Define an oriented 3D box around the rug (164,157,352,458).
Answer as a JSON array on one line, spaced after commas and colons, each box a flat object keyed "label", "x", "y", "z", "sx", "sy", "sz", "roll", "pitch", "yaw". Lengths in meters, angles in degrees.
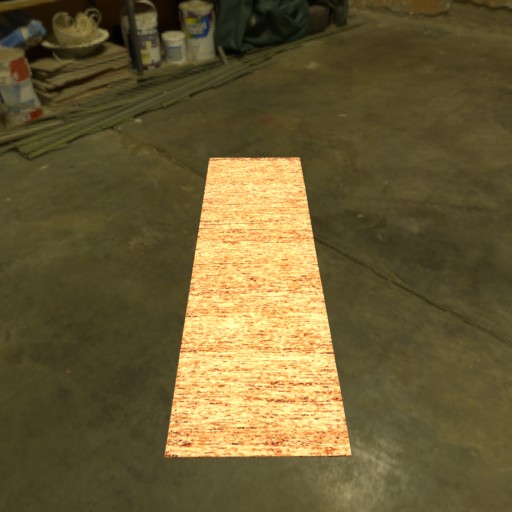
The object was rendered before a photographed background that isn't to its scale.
[{"label": "rug", "x": 0.000, "y": 0.000, "z": 2.451, "sx": 0.680, "sy": 0.014, "sz": 2.237, "roll": 0, "pitch": 41, "yaw": 0}]
